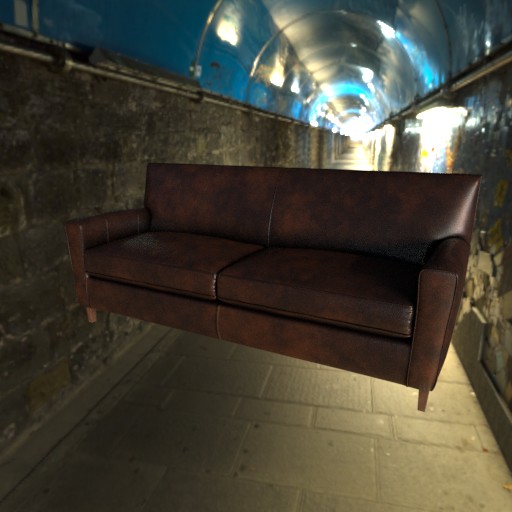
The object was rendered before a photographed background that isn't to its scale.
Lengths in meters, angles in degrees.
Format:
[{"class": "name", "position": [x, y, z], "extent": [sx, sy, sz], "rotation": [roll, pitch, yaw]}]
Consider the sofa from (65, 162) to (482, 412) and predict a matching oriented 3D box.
[{"class": "sofa", "position": [0.000, 0.000, 2.315], "extent": [1.995, 0.871, 0.786], "rotation": [8, 17, 27]}]
